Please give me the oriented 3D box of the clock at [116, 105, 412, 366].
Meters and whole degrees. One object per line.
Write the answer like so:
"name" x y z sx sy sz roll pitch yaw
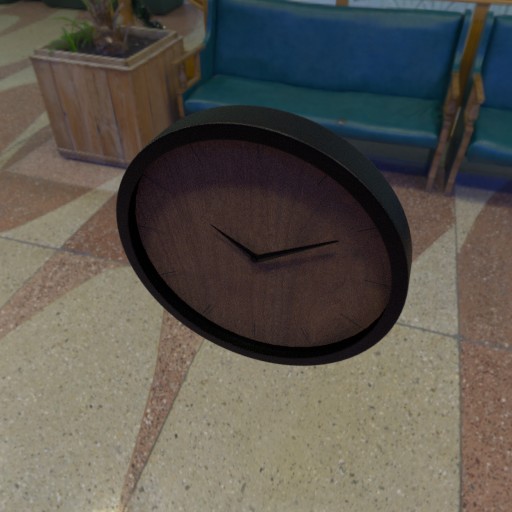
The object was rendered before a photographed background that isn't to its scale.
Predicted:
"clock" 0.000 0.000 0.474 0.314 0.314 0.040 13 43 15
